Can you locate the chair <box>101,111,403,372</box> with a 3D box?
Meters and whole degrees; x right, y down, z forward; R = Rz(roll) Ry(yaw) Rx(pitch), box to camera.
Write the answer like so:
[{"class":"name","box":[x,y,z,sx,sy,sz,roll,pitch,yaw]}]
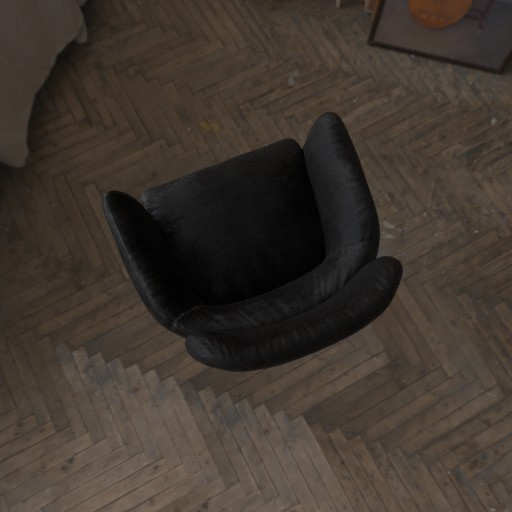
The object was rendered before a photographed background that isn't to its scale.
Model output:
[{"class":"chair","box":[0.000,0.000,1.239,0.640,0.818,0.604,-21,76,-6]}]
